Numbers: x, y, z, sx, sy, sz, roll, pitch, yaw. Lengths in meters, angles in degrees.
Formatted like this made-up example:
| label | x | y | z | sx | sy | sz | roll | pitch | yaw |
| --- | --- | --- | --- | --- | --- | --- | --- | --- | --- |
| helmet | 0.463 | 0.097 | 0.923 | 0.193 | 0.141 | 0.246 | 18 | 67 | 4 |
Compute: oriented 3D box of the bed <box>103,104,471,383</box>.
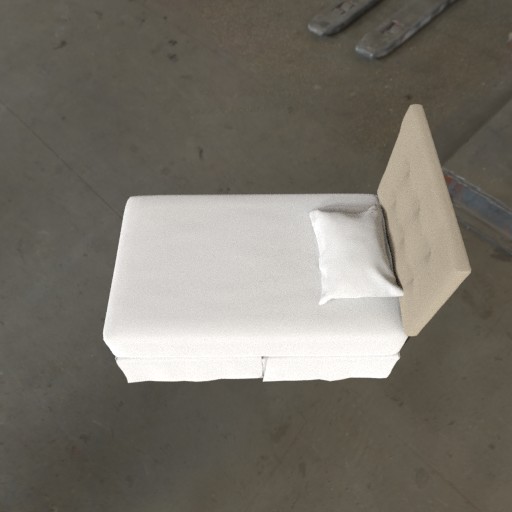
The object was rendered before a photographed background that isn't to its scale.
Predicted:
| label | x | y | z | sx | sy | sz | roll | pitch | yaw |
| --- | --- | --- | --- | --- | --- | --- | --- | --- | --- |
| bed | 0.000 | 0.000 | 2.970 | 1.997 | 1.571 | 1.261 | 0 | 59 | 0 |
